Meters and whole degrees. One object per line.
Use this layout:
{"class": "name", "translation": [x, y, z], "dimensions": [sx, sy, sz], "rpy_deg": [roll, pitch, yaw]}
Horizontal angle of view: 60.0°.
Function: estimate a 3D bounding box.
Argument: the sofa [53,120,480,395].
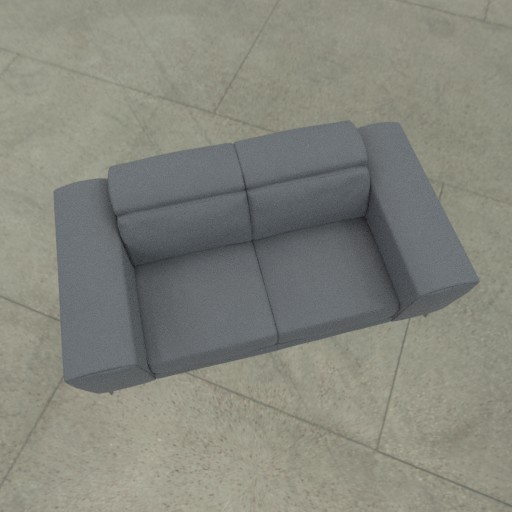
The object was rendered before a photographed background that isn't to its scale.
{"class": "sofa", "translation": [0.000, 0.000, 2.331], "dimensions": [1.895, 0.779, 1.003], "rpy_deg": [-13, 65, -6]}
